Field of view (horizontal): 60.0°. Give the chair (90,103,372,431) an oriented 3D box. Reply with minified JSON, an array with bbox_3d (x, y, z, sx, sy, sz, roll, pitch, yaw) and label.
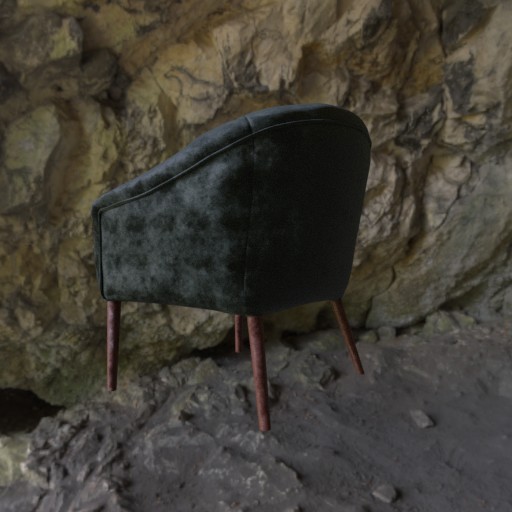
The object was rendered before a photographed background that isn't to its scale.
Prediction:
[{"bbox_3d":[0.000,0.000,1.547,0.776,0.885,0.851,0,1,35],"label":"chair"}]
